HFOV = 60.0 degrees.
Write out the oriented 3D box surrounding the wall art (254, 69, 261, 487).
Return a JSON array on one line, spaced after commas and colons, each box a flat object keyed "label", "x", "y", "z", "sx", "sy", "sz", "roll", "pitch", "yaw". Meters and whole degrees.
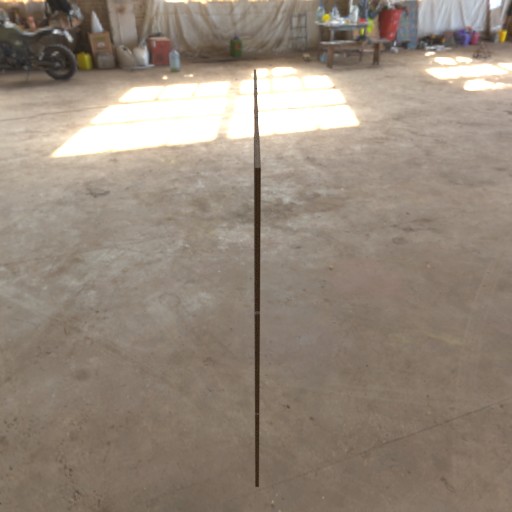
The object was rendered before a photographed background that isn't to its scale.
[{"label": "wall art", "x": 0.000, "y": 0.000, "z": 1.799, "sx": 0.013, "sy": 1.216, "sz": 1.216, "roll": 0, "pitch": 32, "yaw": 0}]
